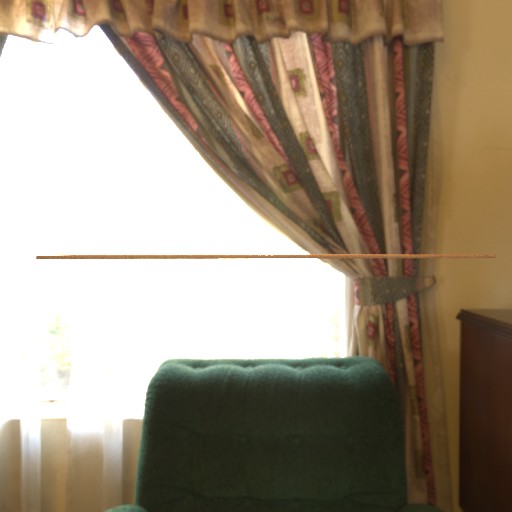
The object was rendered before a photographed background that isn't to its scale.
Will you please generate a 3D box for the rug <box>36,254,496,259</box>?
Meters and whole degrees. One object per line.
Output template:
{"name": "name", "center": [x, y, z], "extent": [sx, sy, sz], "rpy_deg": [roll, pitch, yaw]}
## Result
{"name": "rug", "center": [0.000, 0.000, 2.251], "extent": [1.829, 0.014, 1.219], "rpy_deg": [0, 0, -17]}
